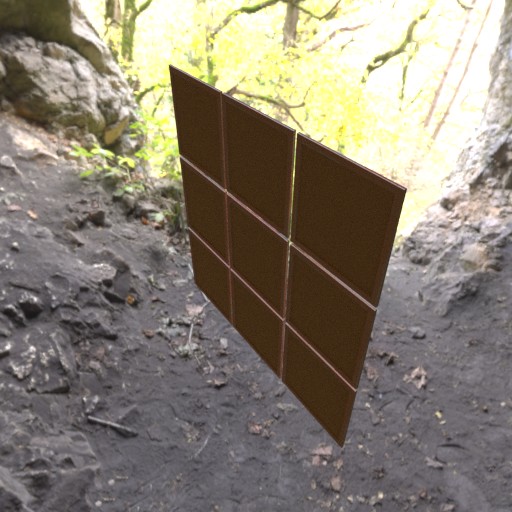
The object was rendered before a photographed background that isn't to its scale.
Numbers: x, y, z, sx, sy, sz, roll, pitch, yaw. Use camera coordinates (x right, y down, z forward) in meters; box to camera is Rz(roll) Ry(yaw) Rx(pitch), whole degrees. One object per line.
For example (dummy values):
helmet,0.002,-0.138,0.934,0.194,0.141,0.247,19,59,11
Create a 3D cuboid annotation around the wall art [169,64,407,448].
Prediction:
wall art,0.000,0.000,2.267,0.013,1.519,1.521,-24,45,-27
